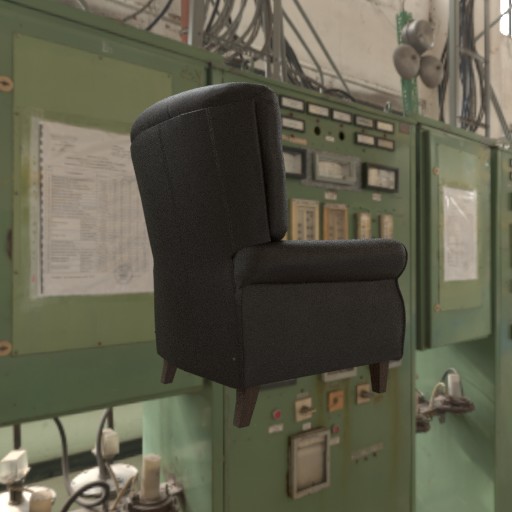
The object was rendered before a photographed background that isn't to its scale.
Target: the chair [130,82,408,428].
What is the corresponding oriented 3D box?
[{"bbox_3d":[0.000,0.000,1.935,1.058,1.158,0.948,1,-1,-34],"label":"chair"}]
